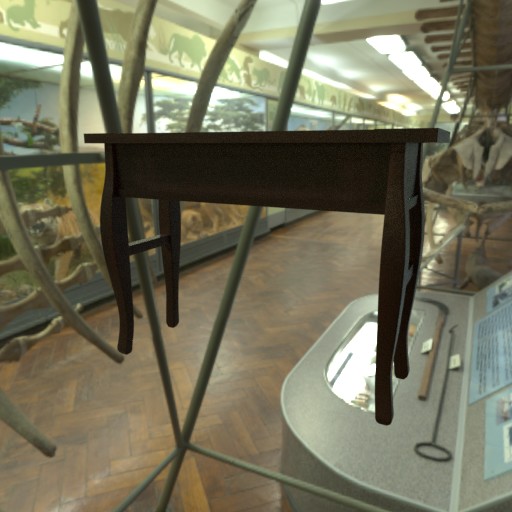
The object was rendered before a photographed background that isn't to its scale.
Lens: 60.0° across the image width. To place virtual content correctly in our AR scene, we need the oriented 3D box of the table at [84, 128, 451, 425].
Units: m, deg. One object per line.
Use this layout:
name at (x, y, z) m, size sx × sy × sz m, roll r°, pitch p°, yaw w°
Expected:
table at (0.000, 0.000, 1.434) m, size 1.062 × 0.768 × 0.373 m, roll 7°, pitch 16°, yaw 26°
